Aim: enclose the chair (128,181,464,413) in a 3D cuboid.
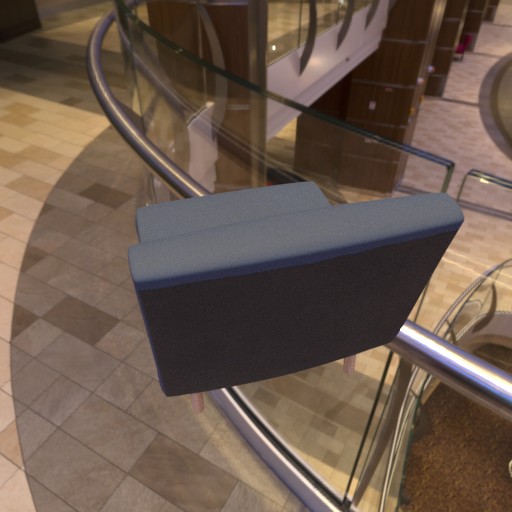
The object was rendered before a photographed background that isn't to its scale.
[{"bbox_3d":[0.000,0.000,1.503,0.770,0.808,0.900,-11,41,-12],"label":"chair"}]
